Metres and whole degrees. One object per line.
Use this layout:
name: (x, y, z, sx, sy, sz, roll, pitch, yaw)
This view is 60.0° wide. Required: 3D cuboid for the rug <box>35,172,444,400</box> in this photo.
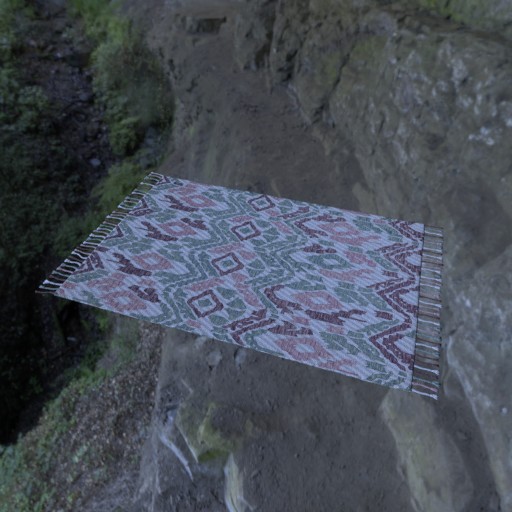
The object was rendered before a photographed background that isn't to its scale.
rug: (0.000, 0.000, 3.029, 2.438, 0.011, 1.524, 12, 43, 14)
